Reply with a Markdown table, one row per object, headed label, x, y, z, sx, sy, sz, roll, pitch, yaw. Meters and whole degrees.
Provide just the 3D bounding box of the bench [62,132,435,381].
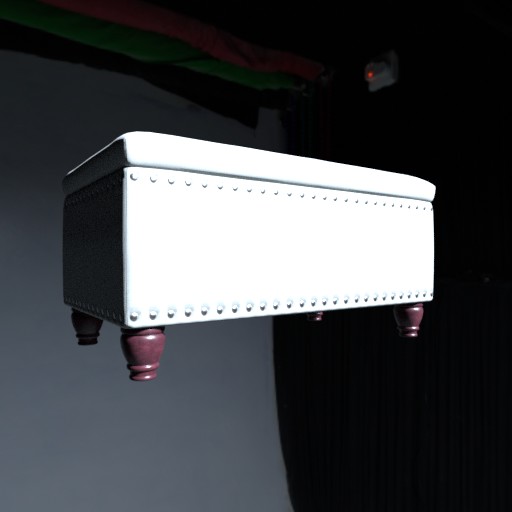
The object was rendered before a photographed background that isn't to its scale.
| label | x | y | z | sx | sy | sz | roll | pitch | yaw |
| --- | --- | --- | --- | --- | --- | --- | --- | --- | --- |
| bench | 0.000 | 0.000 | 1.192 | 0.887 | 0.449 | 0.500 | 0 | 0 | -35 |
